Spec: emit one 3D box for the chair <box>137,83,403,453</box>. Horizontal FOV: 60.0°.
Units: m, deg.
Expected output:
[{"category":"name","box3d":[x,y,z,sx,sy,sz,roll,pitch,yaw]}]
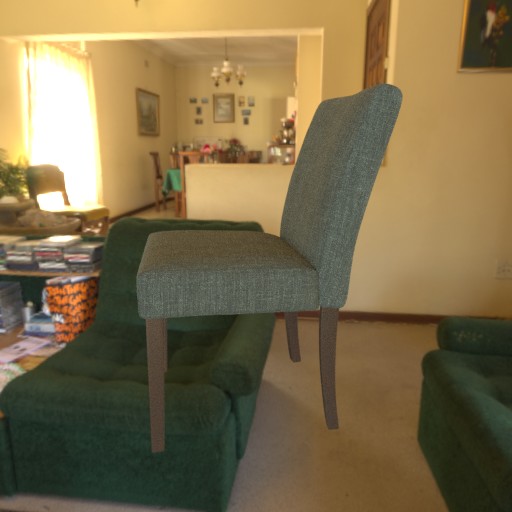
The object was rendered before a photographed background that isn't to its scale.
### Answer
[{"category":"chair","box3d":[0.000,0.000,1.258,0.629,0.884,0.487,-2,14,-10]}]
